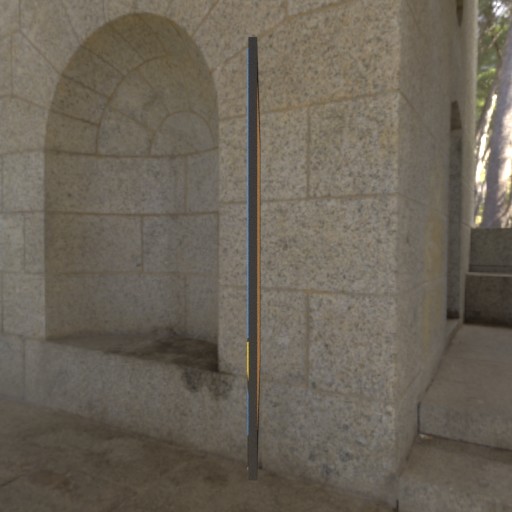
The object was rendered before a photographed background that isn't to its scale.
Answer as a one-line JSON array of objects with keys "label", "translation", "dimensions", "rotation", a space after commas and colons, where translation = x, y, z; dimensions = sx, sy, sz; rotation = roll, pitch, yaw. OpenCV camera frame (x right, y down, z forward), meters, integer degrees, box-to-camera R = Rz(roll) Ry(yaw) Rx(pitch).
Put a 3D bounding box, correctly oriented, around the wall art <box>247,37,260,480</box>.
[{"label": "wall art", "translation": [0.000, 0.000, 0.994], "dimensions": [0.015, 0.663, 0.664], "rotation": [0, 1, 1]}]
